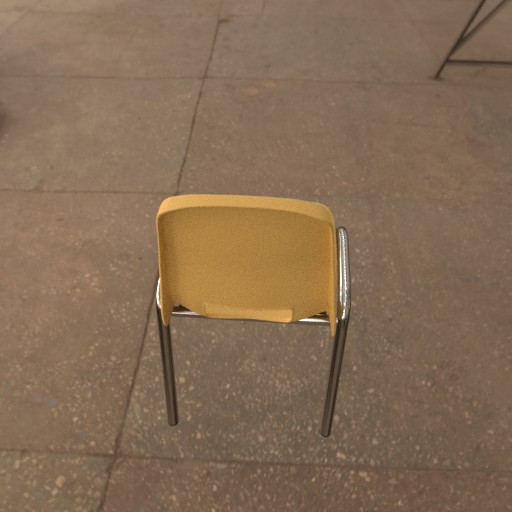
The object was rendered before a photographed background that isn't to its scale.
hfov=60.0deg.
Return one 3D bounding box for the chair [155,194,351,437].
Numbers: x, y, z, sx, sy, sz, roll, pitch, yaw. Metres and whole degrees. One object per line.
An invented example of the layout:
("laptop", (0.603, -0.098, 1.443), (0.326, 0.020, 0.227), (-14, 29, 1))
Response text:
("chair", (0.000, 0.000, 0.821), (0.354, 0.586, 0.423), (3, 47, 3))
